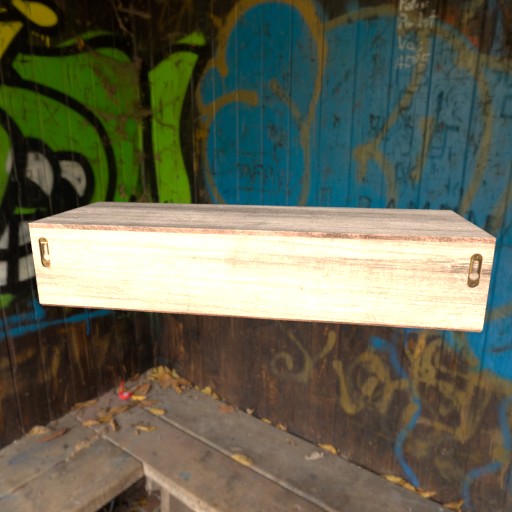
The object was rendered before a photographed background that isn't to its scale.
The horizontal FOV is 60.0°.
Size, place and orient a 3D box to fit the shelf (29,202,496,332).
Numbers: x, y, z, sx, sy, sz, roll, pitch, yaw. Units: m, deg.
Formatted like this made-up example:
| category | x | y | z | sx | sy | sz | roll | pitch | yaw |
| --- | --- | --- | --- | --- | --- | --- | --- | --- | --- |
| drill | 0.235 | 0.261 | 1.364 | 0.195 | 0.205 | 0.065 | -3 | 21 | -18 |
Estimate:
| category | x | y | z | sx | sy | sz | roll | pitch | yaw |
| --- | --- | --- | --- | --- | --- | --- | --- | --- | --- |
| shelf | 0.000 | 0.000 | 0.684 | 0.610 | 0.125 | 0.200 | 2 | 16 | 8 |
